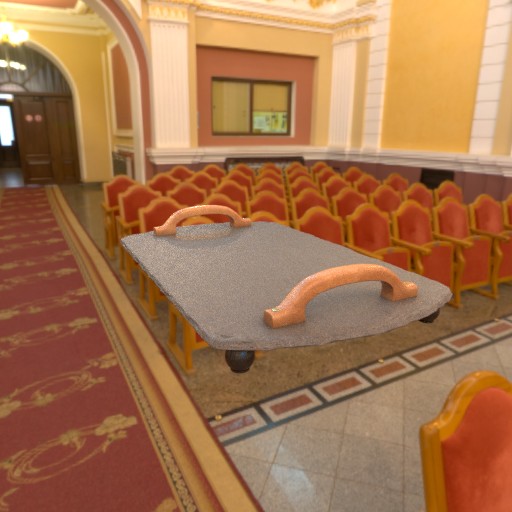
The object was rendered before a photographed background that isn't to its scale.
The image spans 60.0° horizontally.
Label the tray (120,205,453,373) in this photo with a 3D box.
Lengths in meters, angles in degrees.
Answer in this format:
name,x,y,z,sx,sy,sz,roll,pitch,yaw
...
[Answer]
name,x,y,z,sx,sy,sz,roll,pitch,yaw
tray,0.000,0.000,0.474,0.231,0.062,0.387,-8,18,-26
